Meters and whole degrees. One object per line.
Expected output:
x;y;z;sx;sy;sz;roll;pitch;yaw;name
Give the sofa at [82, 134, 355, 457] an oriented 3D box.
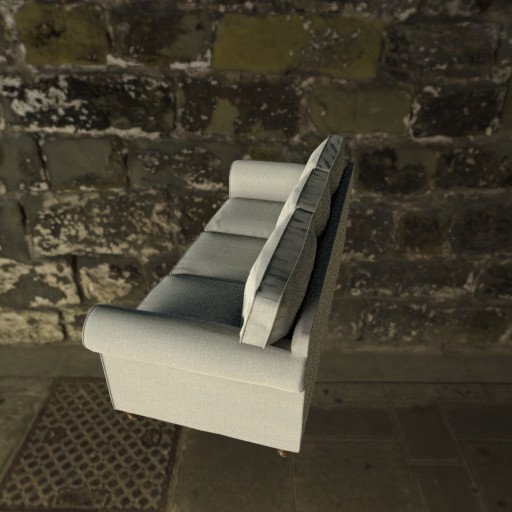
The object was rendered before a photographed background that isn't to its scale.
0.000;0.000;2.580;0.916;0.961;2.084;8;32;13;sofa
